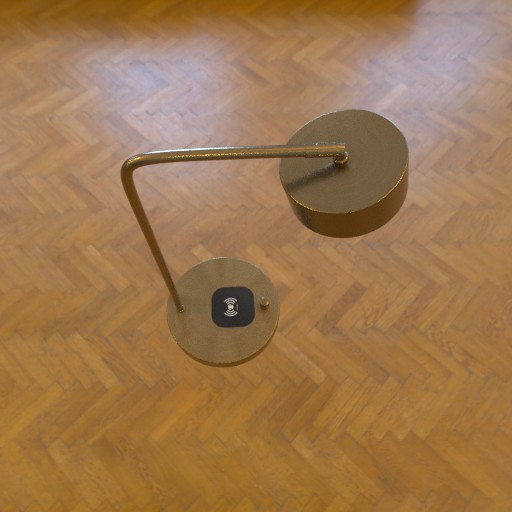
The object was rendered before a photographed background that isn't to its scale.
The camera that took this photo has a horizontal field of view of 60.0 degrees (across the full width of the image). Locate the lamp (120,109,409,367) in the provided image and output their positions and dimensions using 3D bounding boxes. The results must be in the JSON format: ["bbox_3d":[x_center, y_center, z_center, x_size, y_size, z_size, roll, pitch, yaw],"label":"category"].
[{"bbox_3d":[0.000,0.000,0.525,0.270,0.380,0.171,-2,63,-1],"label":"lamp"}]
